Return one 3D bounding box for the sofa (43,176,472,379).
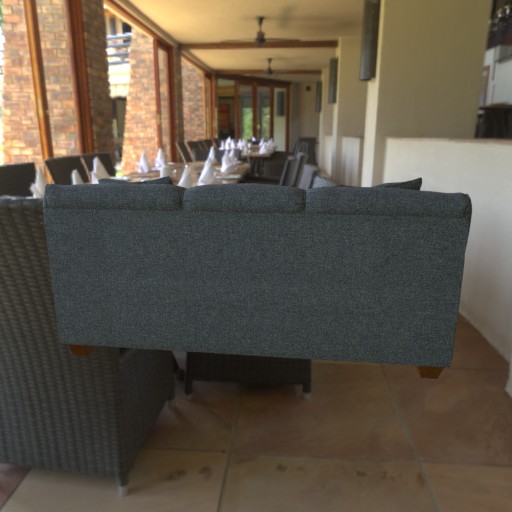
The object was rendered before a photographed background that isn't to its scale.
[{"bbox_3d":[0.000,0.000,2.599,2.024,0.958,0.997,2,15,7],"label":"sofa"}]
